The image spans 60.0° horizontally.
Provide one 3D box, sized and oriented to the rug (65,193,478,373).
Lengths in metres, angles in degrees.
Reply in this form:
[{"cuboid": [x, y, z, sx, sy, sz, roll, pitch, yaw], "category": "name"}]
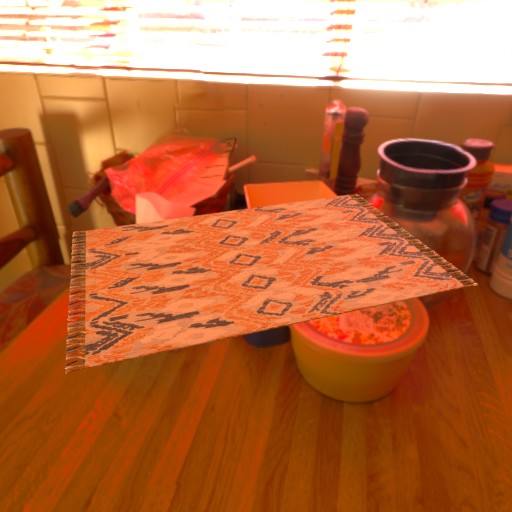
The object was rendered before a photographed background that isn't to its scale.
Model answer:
[{"cuboid": [0.000, 0.000, 3.066, 2.428, 0.010, 1.533, -10, 32, -15], "category": "rug"}]
